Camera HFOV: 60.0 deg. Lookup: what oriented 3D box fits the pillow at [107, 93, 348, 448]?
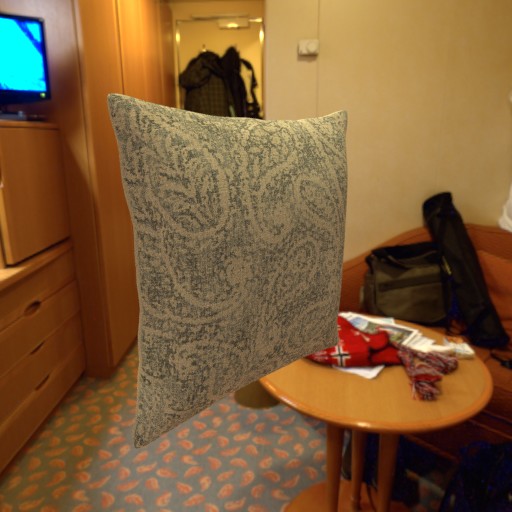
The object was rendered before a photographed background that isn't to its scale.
[{"bbox_3d":[0.000,0.000,0.781,0.523,0.510,0.166,-14,20,-43],"label":"pillow"}]
